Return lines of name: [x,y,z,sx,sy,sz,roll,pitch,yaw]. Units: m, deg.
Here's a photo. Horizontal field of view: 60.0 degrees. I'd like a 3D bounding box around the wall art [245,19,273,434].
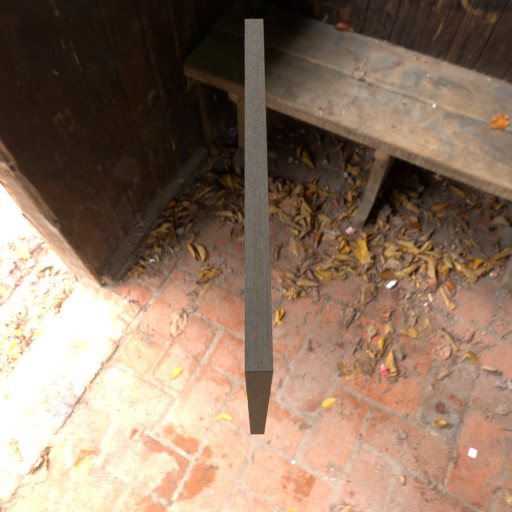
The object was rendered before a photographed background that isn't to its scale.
wall art: [0.000,0.000,1.115,0.039,0.758,0.758,-1,62,0]
